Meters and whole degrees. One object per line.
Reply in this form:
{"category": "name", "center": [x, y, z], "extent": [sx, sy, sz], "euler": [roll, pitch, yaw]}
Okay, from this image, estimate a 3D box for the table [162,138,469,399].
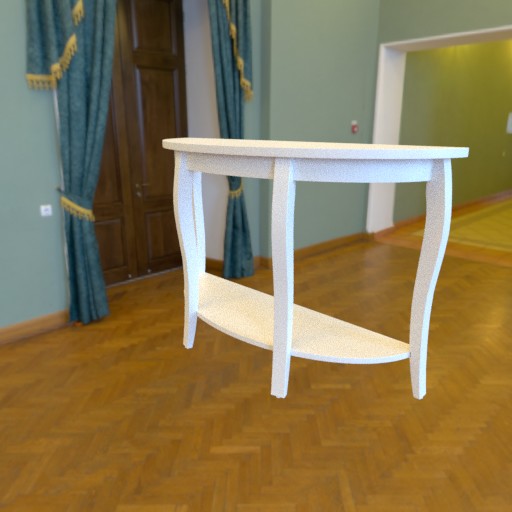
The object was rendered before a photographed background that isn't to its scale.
{"category": "table", "center": [0.000, 0.000, 1.578], "extent": [1.219, 0.780, 0.394], "euler": [16, 23, 42]}
